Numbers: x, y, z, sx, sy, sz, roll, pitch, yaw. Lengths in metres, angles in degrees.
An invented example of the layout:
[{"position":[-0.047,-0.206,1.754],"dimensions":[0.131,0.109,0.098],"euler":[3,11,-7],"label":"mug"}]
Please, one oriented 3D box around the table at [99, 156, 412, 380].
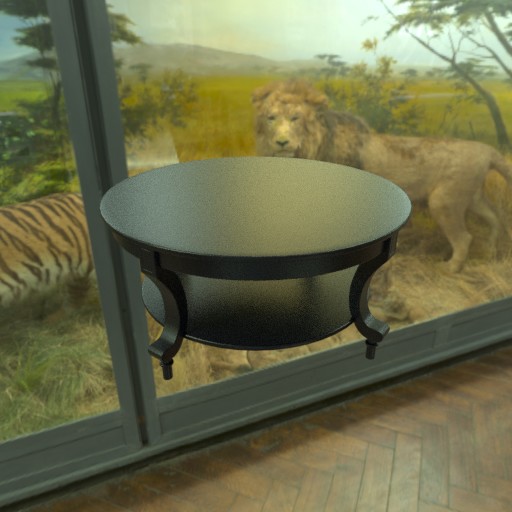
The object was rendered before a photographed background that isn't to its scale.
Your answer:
[{"position":[0.000,0.000,1.628],"dimensions":[1.029,0.491,1.029],"euler":[0,26,0],"label":"table"}]
